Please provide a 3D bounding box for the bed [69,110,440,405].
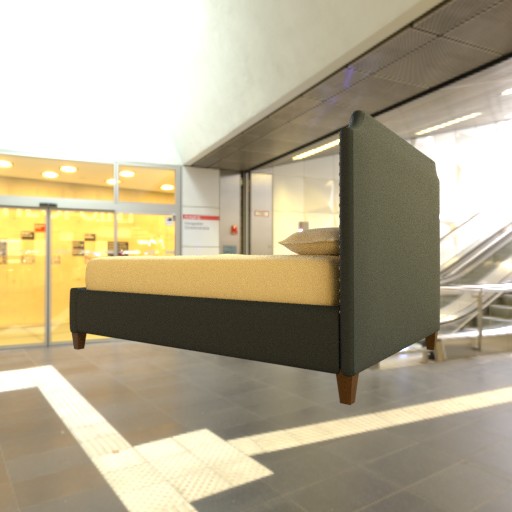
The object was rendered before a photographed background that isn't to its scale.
[{"bbox_3d":[0.000,0.000,3.431,2.372,1.443,1.712,0,-1,35],"label":"bed"}]
